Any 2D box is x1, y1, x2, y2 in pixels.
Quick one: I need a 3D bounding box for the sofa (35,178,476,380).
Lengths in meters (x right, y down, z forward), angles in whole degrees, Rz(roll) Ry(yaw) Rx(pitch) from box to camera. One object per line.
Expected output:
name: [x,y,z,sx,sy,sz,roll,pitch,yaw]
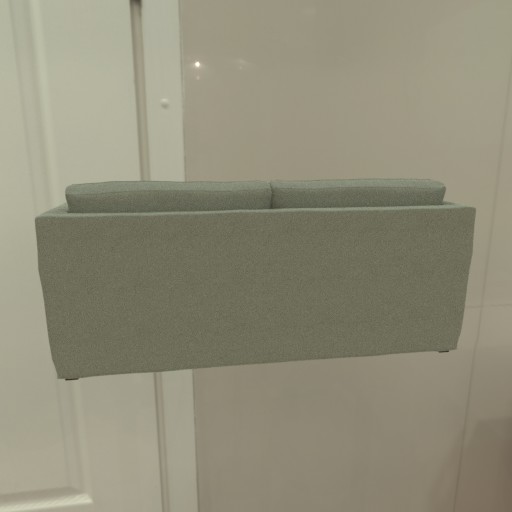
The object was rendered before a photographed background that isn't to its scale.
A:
sofa: [0.000,0.000,2.429,1.987,0.870,0.940,-2,14,-9]
